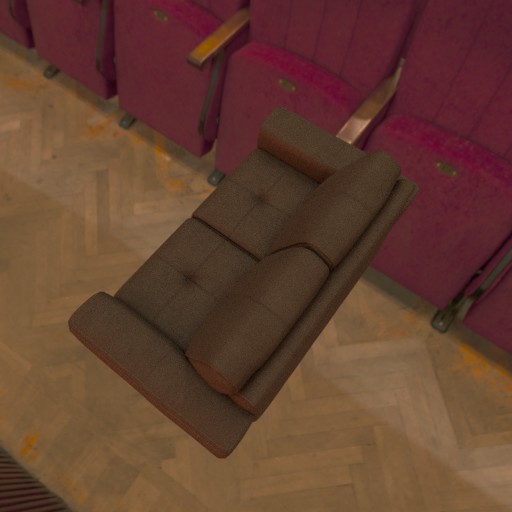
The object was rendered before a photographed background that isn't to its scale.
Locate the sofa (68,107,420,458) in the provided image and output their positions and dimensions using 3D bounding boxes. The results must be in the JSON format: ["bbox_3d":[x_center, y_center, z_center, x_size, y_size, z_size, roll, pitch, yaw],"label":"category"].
[{"bbox_3d":[0.000,0.000,2.394,1.018,0.907,1.806,34,69,15],"label":"sofa"}]
